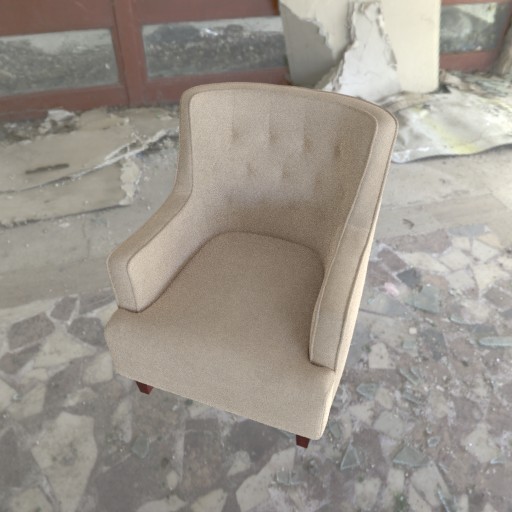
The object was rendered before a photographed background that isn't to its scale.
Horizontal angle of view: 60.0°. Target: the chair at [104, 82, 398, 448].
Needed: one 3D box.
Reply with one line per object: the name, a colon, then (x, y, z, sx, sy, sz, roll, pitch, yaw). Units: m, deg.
chair: (0.000, 0.000, 1.590, 0.781, 0.920, 0.910, 13, 42, 15)
